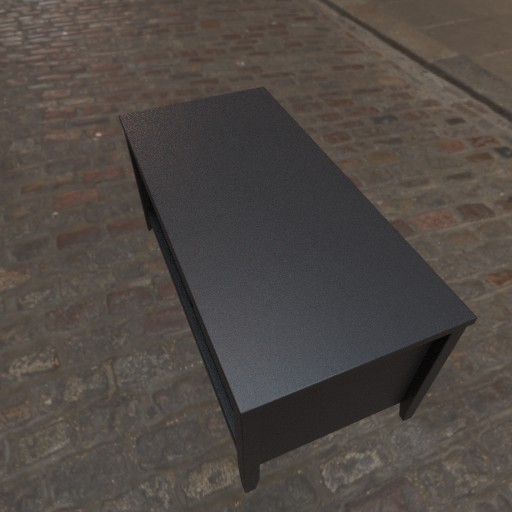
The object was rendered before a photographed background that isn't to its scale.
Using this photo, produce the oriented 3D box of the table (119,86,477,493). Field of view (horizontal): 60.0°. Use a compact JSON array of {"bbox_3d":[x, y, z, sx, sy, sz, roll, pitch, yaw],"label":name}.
[{"bbox_3d":[0.000,0.000,1.259,0.483,0.457,1.016,-17,49,-15],"label":"table"}]
